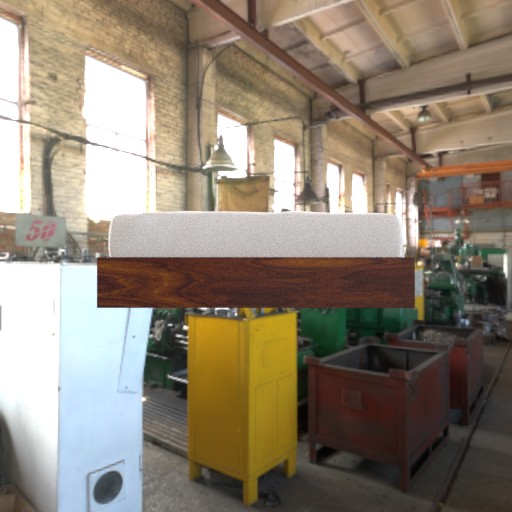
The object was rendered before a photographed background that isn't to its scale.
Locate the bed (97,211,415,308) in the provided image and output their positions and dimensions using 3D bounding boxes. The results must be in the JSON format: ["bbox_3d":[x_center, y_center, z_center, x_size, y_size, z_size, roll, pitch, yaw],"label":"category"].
[{"bbox_3d":[0.000,0.000,2.240,0.940,0.312,1.860,0,0,0],"label":"bed"}]
